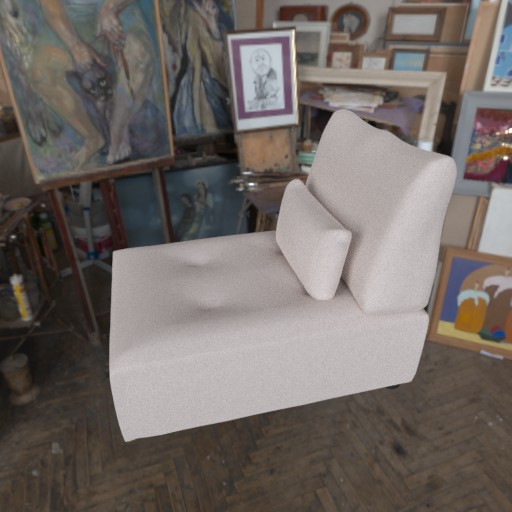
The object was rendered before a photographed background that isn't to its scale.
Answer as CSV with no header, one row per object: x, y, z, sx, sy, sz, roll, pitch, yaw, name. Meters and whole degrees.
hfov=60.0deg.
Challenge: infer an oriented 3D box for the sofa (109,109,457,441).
0.000,0.000,1.533,1.000,0.820,0.700,-7,31,-13,sofa
